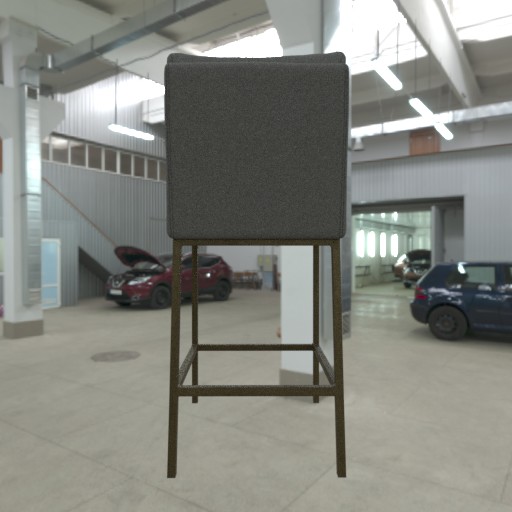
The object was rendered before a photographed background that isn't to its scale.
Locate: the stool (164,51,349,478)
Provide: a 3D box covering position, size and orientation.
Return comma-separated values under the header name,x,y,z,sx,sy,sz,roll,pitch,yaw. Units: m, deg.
name,x,y,z,sx,sy,sz,roll,pitch,yaw
stool,0.000,0.000,1.296,0.463,1.030,0.569,0,0,0
